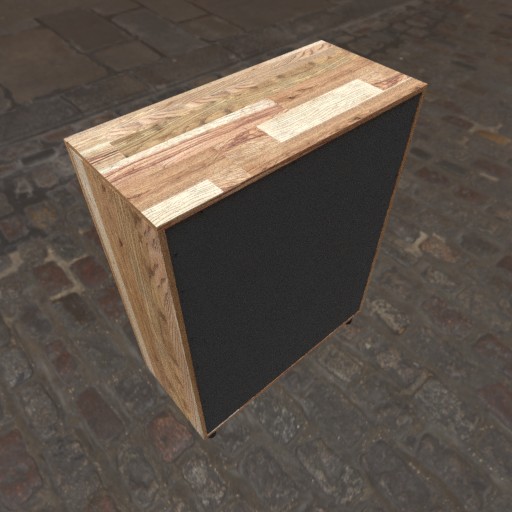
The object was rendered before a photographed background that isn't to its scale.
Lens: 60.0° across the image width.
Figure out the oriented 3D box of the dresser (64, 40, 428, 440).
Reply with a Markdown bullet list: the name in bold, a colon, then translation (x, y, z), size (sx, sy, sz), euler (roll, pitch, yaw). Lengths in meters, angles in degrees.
- **dresser**: translation (0.000, 0.000, 1.709), size (0.966, 1.243, 0.480), euler (-32, 55, -27)
